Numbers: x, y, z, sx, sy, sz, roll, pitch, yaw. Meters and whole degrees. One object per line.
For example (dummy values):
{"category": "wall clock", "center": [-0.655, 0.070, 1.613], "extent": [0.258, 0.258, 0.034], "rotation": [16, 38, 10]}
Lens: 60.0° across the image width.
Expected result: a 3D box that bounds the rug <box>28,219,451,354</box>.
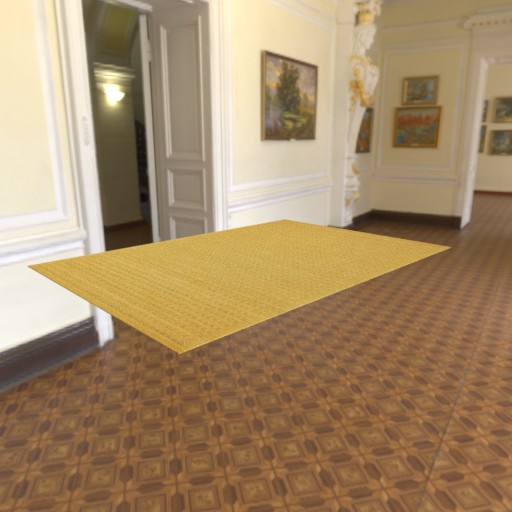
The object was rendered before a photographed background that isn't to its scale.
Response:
{"category": "rug", "center": [0.000, 0.000, 3.642], "extent": [2.895, 0.006, 1.981], "rotation": [-14, 20, -42]}
